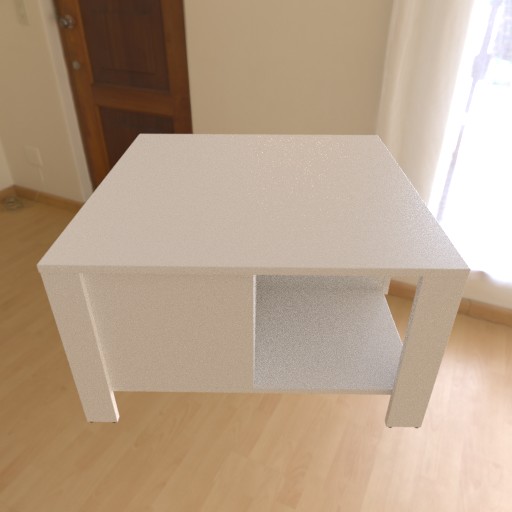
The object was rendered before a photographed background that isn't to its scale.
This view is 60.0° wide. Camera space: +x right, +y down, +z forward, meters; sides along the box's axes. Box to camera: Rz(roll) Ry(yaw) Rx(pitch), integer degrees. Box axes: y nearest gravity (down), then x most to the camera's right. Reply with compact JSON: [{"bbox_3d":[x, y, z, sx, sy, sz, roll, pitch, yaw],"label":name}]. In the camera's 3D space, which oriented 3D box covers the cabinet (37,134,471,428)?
[{"bbox_3d":[0.000,0.000,1.275,0.800,0.460,0.800,1,32,1],"label":"cabinet"}]
